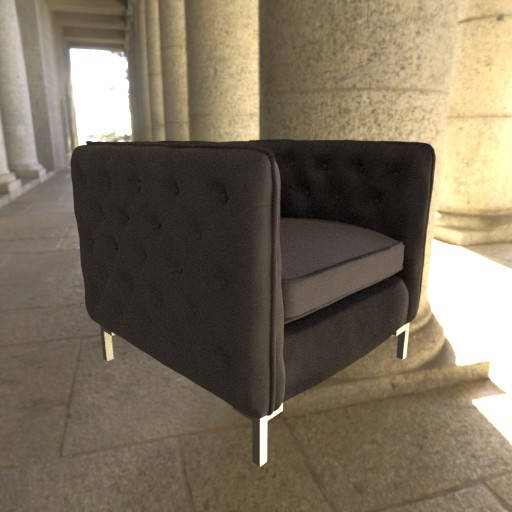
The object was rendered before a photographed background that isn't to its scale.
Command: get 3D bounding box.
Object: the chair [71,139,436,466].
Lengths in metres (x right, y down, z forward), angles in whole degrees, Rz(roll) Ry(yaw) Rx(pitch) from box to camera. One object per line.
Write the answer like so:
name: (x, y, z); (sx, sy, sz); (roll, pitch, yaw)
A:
chair: (0.000, 0.000, 1.601); (0.913, 0.807, 0.946); (15, 21, 42)
